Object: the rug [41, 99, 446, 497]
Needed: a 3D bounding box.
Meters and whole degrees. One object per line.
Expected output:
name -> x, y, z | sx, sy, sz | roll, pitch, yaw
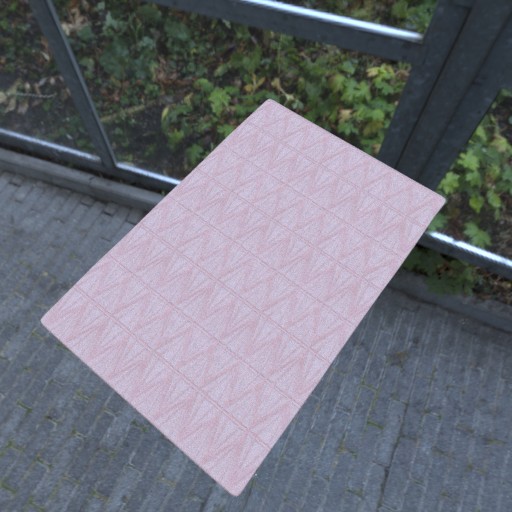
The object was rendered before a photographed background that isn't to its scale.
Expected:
rug -> 0.000, 0.000, 2.969 | 1.609, 0.015, 2.390 | 35, 69, 16
